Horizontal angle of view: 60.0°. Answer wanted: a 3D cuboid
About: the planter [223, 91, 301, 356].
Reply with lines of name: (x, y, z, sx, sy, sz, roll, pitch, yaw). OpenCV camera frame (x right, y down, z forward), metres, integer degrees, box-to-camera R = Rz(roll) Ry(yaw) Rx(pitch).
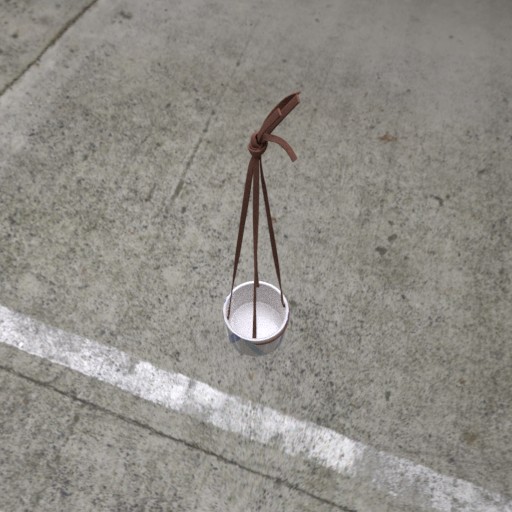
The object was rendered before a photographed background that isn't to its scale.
planter: (0.000, 0.000, 0.817, 0.157, 0.753, 0.153, 17, 60, 10)
